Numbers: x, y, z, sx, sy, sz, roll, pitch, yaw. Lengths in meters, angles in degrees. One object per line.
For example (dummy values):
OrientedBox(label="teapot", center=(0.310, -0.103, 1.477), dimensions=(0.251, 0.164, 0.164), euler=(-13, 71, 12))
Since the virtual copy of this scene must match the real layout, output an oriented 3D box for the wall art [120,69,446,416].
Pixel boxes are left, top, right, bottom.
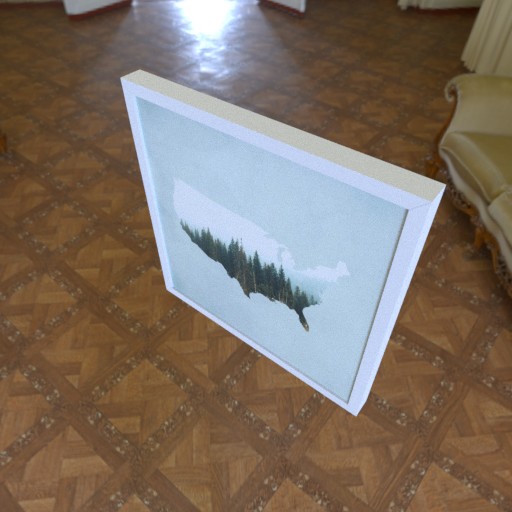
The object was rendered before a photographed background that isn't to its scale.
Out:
OrientedBox(label="wall art", center=(0.000, 0.000, 0.464), dimensions=(0.304, 0.304, 0.024), euler=(29, 52, 26))
